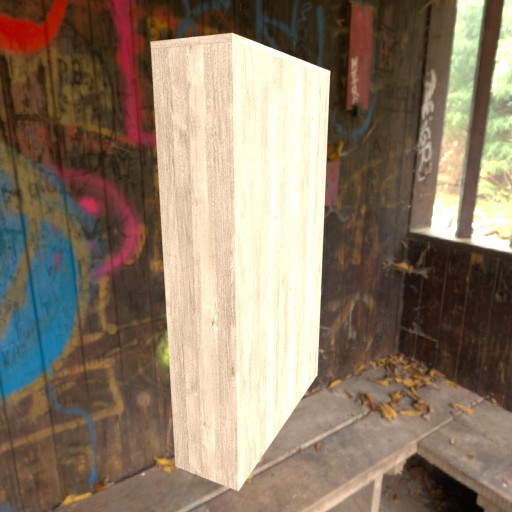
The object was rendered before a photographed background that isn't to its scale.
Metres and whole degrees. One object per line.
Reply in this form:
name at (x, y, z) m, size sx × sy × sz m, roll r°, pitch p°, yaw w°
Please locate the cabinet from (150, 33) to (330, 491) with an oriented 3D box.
cabinet at (0.000, 0.000, 1.563) m, size 0.250 × 1.280 × 0.750 m, roll 8°, pitch 17°, yaw 25°
